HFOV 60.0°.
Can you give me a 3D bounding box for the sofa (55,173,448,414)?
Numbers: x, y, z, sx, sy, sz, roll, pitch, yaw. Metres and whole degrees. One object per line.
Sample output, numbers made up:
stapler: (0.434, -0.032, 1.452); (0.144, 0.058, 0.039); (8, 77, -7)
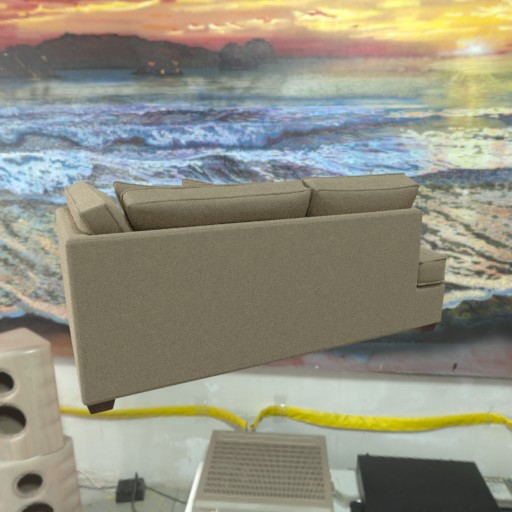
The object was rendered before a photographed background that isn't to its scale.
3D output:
sofa: (0.000, 0.000, 2.804); (2.237, 1.033, 1.110); (-7, 16, -25)
